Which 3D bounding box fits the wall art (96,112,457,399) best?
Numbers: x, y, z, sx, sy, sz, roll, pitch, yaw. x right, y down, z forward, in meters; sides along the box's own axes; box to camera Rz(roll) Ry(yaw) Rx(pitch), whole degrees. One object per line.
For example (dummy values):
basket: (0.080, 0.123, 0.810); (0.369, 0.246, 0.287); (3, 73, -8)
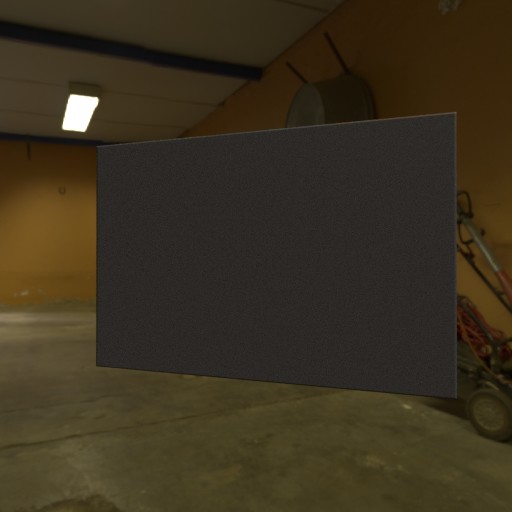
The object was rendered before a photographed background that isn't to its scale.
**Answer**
wall art: (0.000, 0.000, 0.740); (0.610, 0.406, 0.037); (0, 0, 18)
